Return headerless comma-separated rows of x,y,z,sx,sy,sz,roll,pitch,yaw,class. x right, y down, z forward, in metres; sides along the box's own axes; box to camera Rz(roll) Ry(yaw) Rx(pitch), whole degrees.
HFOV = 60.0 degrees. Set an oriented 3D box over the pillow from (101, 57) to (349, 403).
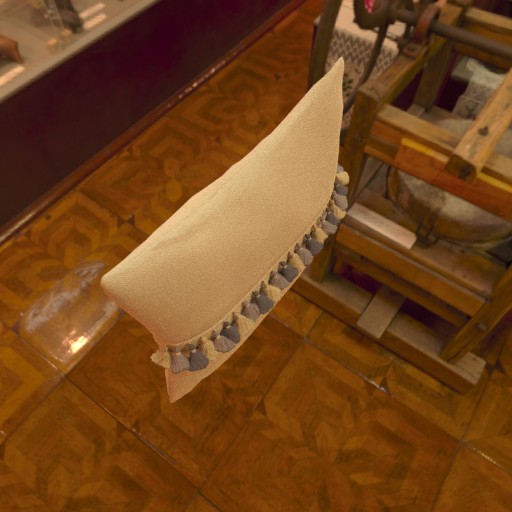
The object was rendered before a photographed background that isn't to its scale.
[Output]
0.000,0.000,0.740,0.165,0.481,0.489,33,64,19,pillow
